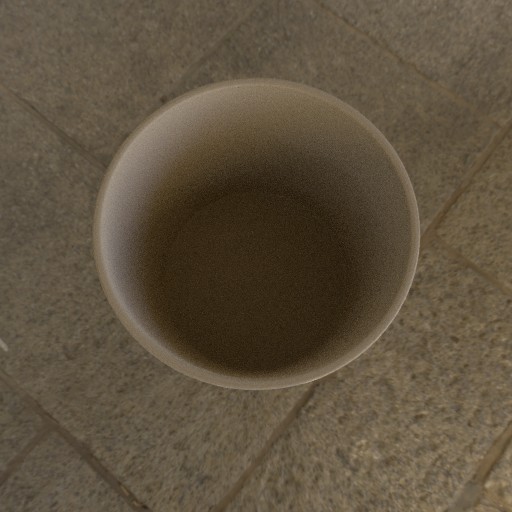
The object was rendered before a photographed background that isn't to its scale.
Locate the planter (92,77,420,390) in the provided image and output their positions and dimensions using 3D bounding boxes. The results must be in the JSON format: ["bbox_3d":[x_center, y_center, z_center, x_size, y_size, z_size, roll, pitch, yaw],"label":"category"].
[{"bbox_3d":[0.000,0.000,0.397,0.221,0.201,0.221,0,76,0],"label":"planter"}]
